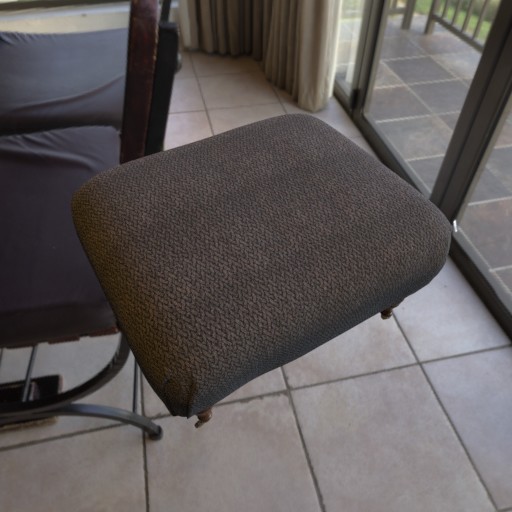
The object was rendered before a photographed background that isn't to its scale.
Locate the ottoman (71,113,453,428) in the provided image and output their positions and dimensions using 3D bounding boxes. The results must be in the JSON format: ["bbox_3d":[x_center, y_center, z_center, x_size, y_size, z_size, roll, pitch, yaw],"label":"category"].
[{"bbox_3d":[0.000,0.000,1.132,0.747,0.450,0.622,-24,52,-21],"label":"ottoman"}]
